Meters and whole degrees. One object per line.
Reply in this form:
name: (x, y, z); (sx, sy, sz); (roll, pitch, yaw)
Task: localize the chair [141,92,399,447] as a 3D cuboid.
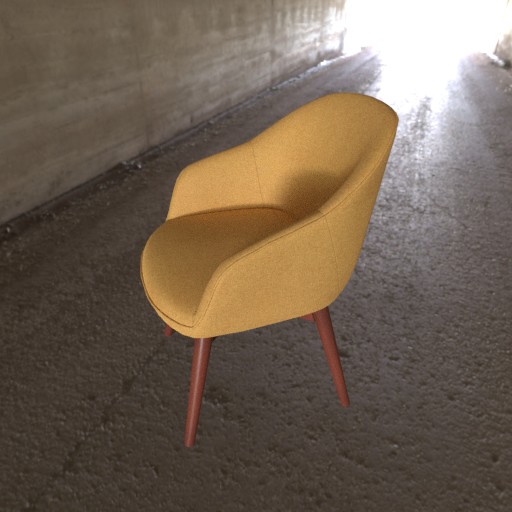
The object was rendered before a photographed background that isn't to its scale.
chair: (0.000, 0.000, 1.245); (0.635, 0.823, 0.596); (-9, 32, -14)
